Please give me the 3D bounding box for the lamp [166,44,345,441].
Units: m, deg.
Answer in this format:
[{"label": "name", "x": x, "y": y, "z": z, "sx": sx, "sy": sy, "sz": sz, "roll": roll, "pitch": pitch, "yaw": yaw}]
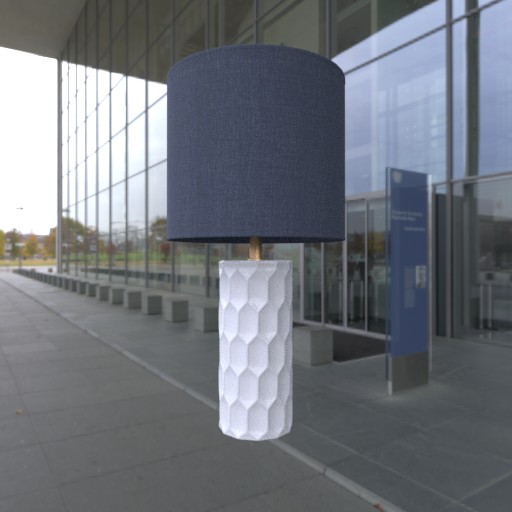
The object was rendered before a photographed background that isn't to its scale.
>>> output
[{"label": "lamp", "x": 0.000, "y": 0.000, "z": 0.698, "sx": 0.277, "sy": 0.537, "sz": 0.277, "roll": 0, "pitch": 0, "yaw": -18}]
